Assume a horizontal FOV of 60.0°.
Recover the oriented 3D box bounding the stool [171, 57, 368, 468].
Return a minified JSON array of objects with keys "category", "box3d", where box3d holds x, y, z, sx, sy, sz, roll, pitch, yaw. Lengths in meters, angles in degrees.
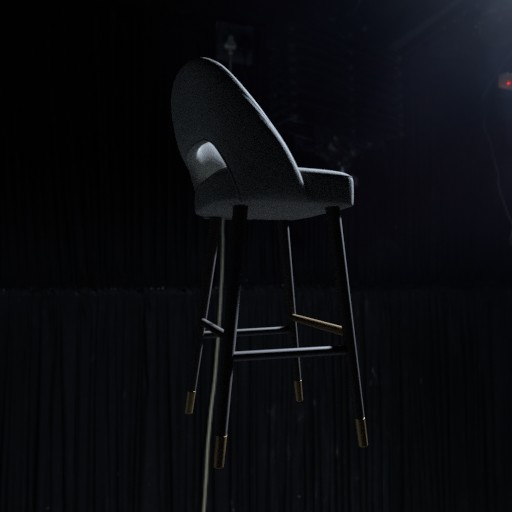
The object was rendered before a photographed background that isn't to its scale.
[{"category":"stool","box3d":[0.000,0.000,1.407,0.524,1.089,0.536,0,-1,-19]}]
